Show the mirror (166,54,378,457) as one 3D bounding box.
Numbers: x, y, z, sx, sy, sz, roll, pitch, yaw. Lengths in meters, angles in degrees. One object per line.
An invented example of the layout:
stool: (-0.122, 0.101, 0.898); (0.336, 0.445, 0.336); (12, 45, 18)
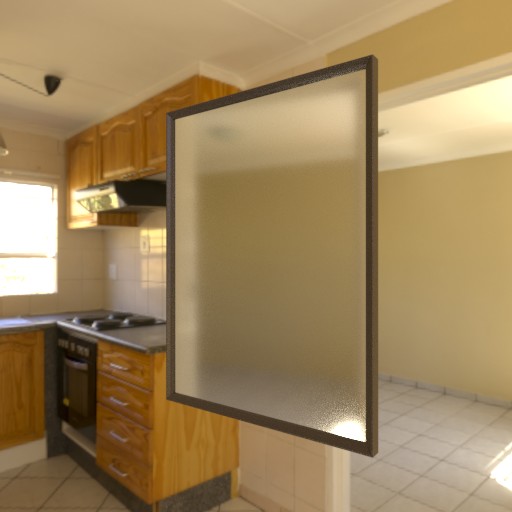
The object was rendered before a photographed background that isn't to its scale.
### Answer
mirror: (0.000, 0.000, 1.358); (0.762, 1.016, 0.041); (0, 0, 37)
